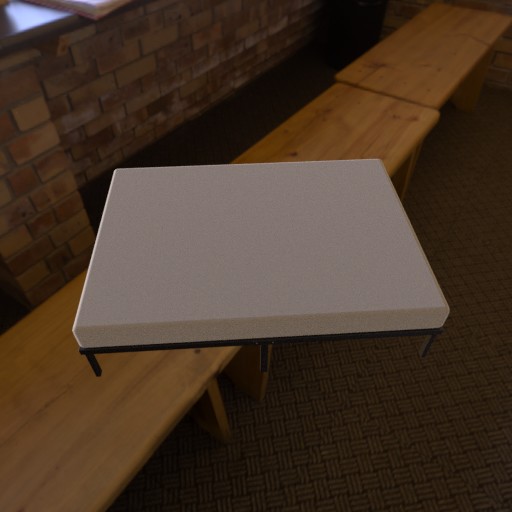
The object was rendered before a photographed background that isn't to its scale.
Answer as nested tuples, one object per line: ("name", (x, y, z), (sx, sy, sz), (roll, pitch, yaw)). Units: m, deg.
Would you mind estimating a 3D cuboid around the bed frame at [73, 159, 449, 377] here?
("bed frame", (0.000, 0.000, 3.909), (2.842, 0.680, 2.205), (2, 46, 2))
